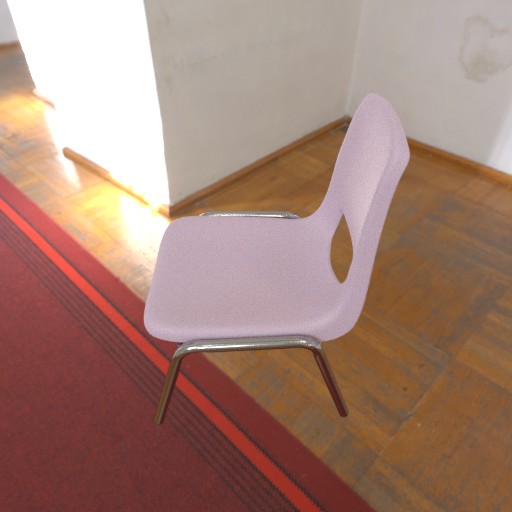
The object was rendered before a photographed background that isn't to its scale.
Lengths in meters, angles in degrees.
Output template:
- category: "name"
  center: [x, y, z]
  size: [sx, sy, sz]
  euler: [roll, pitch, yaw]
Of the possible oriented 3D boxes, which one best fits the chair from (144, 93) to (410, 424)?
- category: "chair"
  center: [0.000, 0.000, 0.784]
  size: [0.385, 0.536, 0.354]
  euler: [0, 42, 0]
